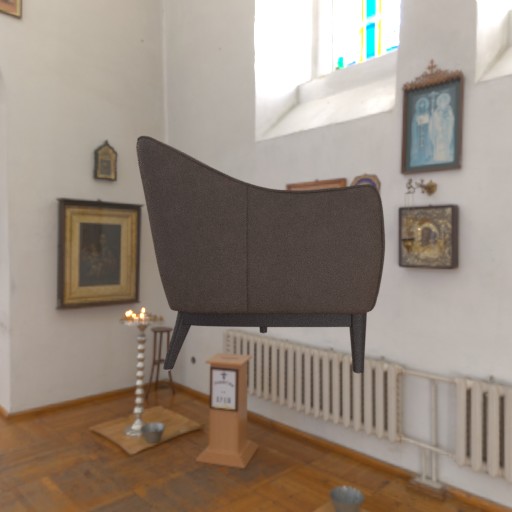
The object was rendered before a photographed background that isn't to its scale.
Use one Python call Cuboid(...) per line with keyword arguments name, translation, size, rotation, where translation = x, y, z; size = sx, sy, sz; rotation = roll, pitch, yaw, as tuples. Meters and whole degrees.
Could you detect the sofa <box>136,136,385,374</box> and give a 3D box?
Cuboid(name="sofa", translation=(0.000, 0.000, 2.382), size=(0.869, 0.831, 1.928), rotation=(0, -1, 0))
